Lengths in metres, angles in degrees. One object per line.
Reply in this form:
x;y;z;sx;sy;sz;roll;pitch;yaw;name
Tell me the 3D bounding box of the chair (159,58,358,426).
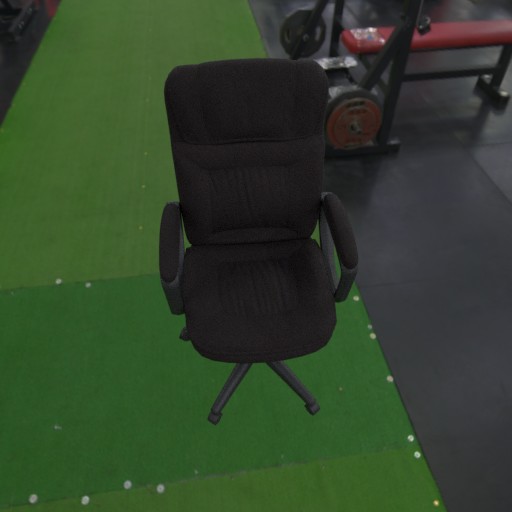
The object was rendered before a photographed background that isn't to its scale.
0.000;0.000;1.547;0.667;1.105;0.724;-4;47;-4;chair
